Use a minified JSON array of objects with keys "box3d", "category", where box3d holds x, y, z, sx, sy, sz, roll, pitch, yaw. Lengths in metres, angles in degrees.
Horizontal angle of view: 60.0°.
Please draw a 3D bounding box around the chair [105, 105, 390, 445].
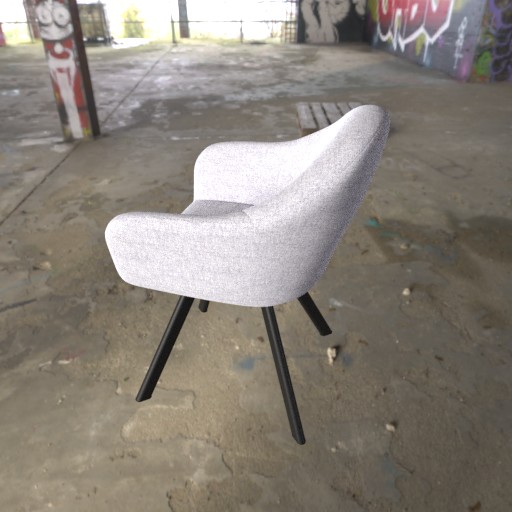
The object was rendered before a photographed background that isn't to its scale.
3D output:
[{"box3d":[0.000,0.000,1.157,0.570,0.780,0.540,9,32,15],"category":"chair"}]
